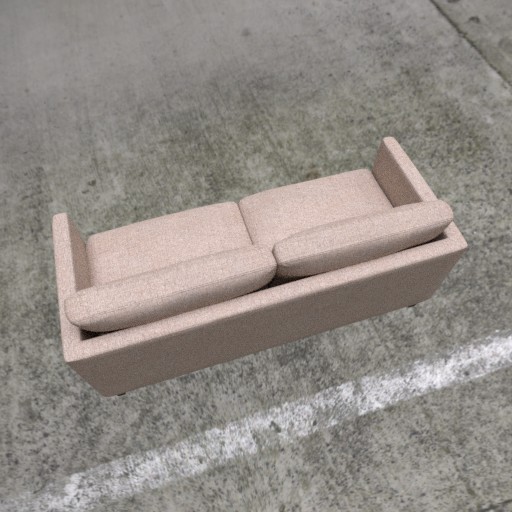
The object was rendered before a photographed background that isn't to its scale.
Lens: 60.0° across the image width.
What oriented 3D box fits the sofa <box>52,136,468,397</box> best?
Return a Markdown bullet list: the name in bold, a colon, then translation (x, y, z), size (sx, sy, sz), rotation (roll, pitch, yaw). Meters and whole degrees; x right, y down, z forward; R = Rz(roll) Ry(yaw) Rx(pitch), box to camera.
- **sofa**: translation (0.000, 0.000, 2.724), size (2.208, 0.965, 0.951), rotation (-15, 59, -9)
